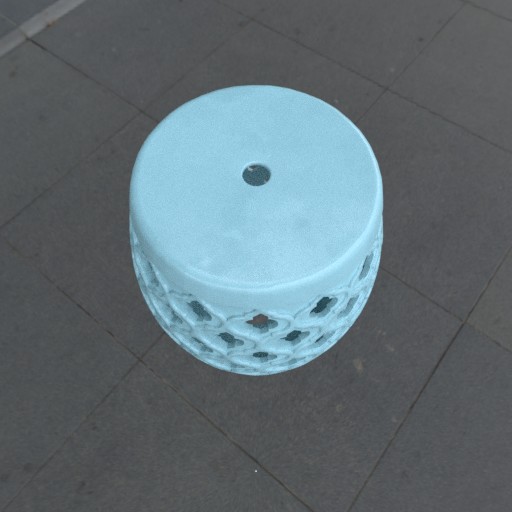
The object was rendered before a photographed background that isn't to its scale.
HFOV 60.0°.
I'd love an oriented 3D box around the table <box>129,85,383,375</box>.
[{"bbox_3d":[0.000,0.000,0.630,0.325,0.388,0.325,0,64,0],"label":"table"}]
